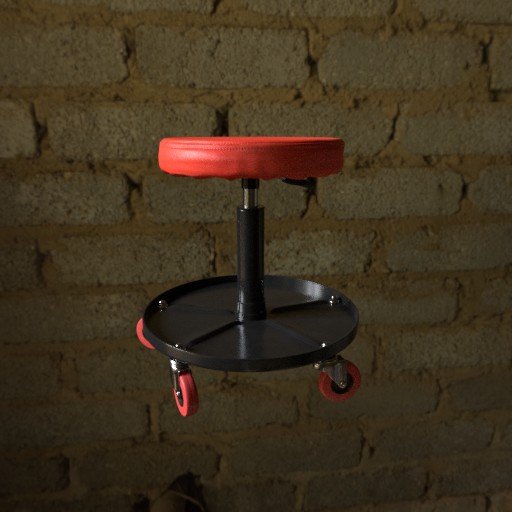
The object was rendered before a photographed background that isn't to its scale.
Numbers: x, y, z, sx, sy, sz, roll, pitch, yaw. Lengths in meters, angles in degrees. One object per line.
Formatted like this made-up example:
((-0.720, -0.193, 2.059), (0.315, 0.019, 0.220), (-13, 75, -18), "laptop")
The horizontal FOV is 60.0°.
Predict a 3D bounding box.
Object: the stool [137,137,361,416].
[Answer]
((0.000, 0.000, 0.708), (0.381, 0.365, 0.382), (15, 22, 42), "stool")
